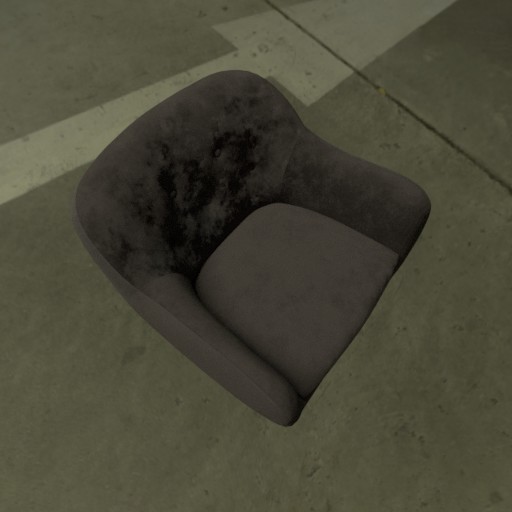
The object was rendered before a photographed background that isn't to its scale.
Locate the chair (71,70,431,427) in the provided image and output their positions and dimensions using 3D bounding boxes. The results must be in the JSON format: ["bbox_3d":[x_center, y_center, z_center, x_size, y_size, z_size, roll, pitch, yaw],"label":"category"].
[{"bbox_3d":[0.000,0.000,1.474,0.819,0.807,0.840,32,63,19],"label":"chair"}]
